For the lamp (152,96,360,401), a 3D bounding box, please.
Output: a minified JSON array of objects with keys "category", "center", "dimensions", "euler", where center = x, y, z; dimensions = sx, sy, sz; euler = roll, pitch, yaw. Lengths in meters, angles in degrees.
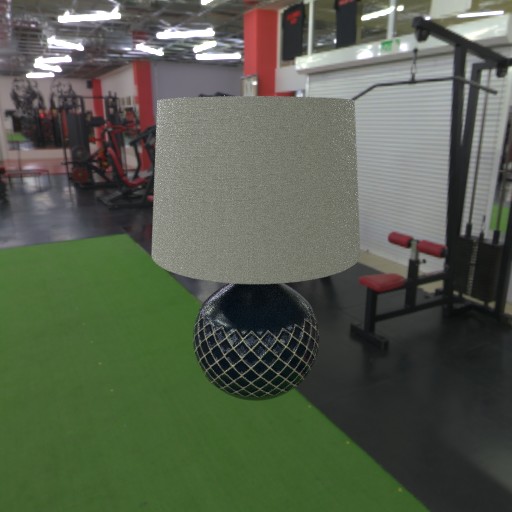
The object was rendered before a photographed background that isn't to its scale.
[{"category":"lamp","center":[0.000,0.000,0.821],"dimensions":[0.376,0.540,0.376],"euler":[0,17,0]}]
